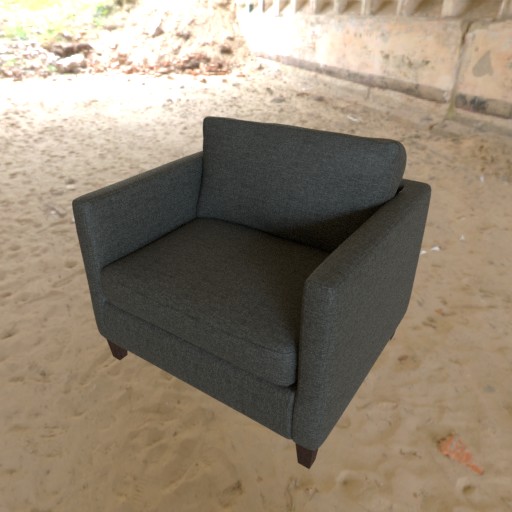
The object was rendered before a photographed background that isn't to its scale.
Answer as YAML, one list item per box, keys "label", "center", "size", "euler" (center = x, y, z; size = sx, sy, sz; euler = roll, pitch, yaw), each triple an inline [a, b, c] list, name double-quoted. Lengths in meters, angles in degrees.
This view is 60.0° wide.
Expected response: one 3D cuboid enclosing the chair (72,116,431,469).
- label: "chair"
  center: [0.000, 0.000, 1.827]
  size: [1.107, 0.963, 0.959]
  euler: [18, 34, 29]
